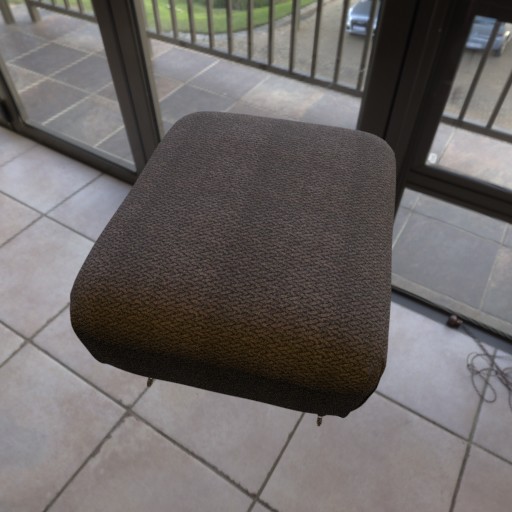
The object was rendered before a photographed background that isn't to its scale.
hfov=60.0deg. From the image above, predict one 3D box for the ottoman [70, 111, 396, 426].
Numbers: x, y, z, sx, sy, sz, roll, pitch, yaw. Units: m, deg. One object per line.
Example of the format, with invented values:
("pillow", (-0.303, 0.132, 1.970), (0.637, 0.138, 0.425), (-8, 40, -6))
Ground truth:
("ottoman", (0.000, 0.000, 1.123), (0.622, 0.450, 0.747), (10, 50, 9))
